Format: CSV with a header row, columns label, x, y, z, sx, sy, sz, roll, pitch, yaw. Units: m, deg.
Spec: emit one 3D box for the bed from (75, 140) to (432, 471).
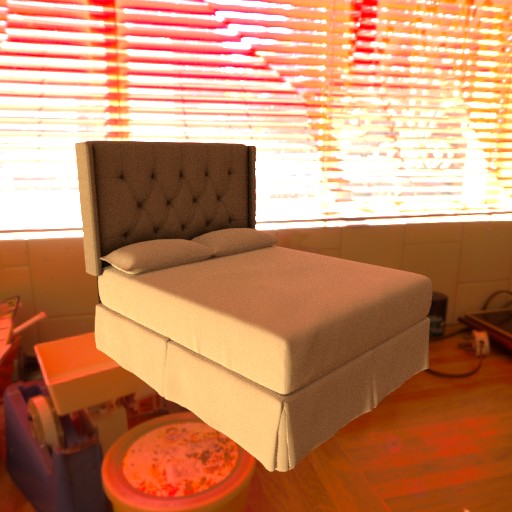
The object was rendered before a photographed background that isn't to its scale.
label,x,y,z,sx,sy,sz,roll,pitch,yaw
bed,0.000,0.000,3.260,1.719,1.665,2.066,-12,18,-43
